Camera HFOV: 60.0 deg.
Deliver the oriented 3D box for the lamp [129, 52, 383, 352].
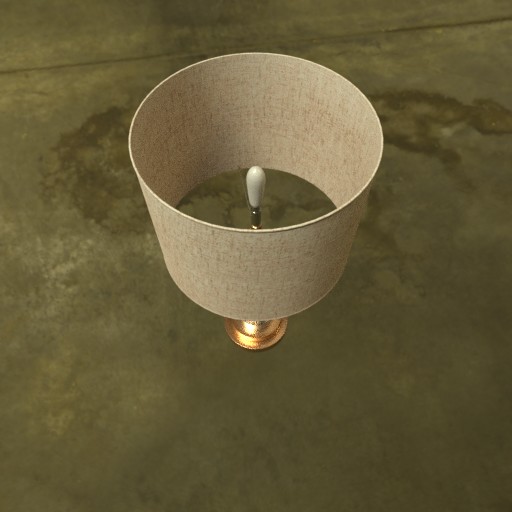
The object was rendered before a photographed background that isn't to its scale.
[{"bbox_3d":[0.000,0.000,0.822,0.321,0.610,0.321,31,63,18],"label":"lamp"}]
